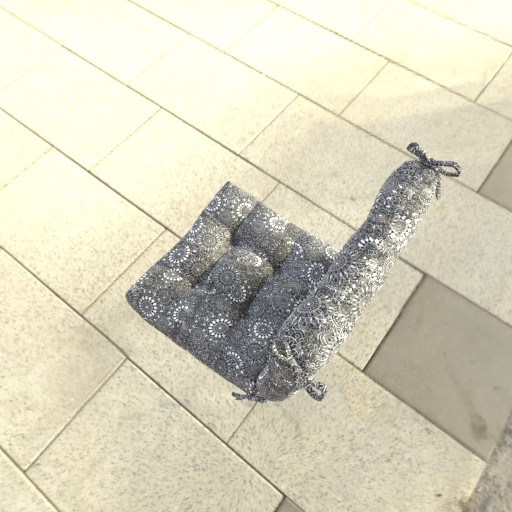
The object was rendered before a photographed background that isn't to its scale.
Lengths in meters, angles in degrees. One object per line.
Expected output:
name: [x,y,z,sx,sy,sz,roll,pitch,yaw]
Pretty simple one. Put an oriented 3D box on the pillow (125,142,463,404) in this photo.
pillow: [0.000,0.000,1.025,0.571,0.605,0.519,33,69,15]
